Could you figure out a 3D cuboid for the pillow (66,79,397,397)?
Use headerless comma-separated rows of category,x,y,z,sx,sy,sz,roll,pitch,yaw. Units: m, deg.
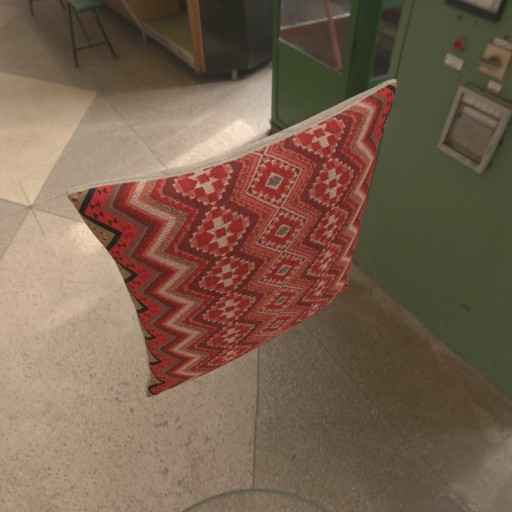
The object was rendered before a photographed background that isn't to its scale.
pillow,0.000,0.000,0.780,0.513,0.511,0.158,-25,51,-22
